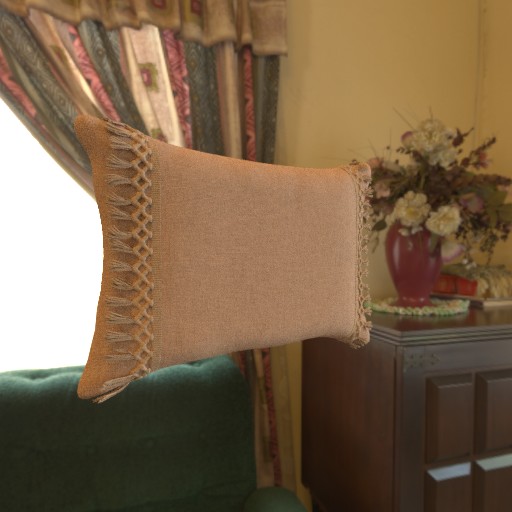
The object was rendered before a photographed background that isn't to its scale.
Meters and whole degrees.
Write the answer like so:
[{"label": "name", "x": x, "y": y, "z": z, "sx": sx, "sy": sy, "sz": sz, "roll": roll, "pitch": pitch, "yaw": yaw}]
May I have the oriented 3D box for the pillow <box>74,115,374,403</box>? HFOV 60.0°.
[{"label": "pillow", "x": 0.000, "y": 0.000, "z": 0.598, "sx": 0.466, "sy": 0.305, "sz": 0.084, "roll": 0, "pitch": 1, "yaw": -36}]
